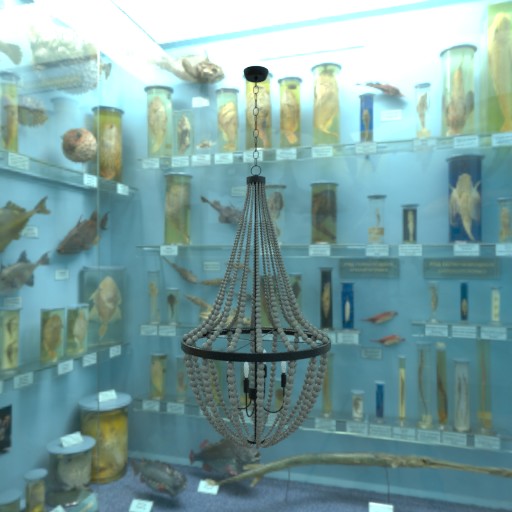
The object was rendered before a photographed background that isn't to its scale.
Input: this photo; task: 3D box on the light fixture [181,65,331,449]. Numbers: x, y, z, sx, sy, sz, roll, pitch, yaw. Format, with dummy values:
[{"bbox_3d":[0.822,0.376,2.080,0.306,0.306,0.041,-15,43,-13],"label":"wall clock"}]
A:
[{"bbox_3d":[0.000,0.000,1.350,0.450,1.133,0.450,0,-1,0],"label":"light fixture"}]
